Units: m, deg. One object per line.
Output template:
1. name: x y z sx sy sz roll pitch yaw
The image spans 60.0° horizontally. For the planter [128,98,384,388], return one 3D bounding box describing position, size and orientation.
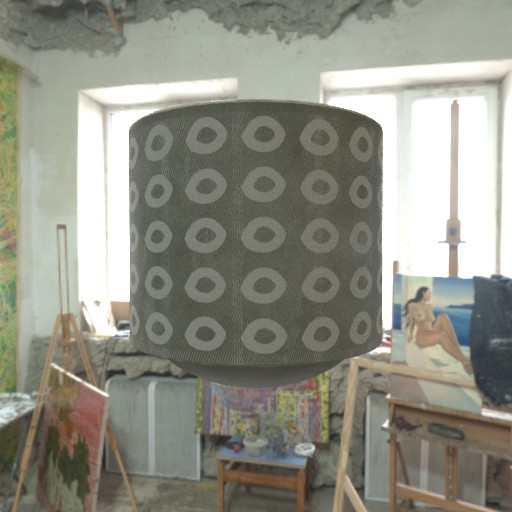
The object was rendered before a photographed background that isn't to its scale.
1. planter: 0.000 0.000 0.454 0.250 0.239 0.250 0 1 0
